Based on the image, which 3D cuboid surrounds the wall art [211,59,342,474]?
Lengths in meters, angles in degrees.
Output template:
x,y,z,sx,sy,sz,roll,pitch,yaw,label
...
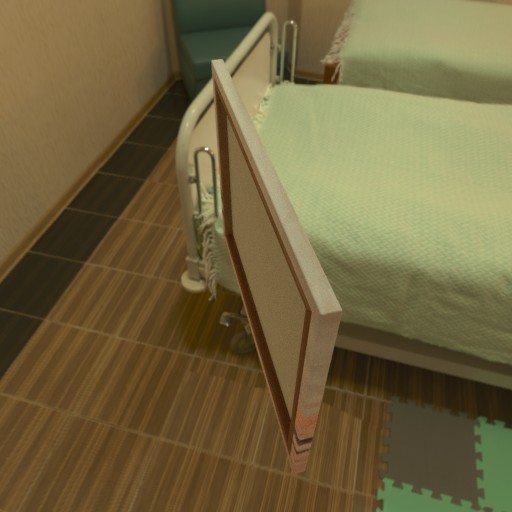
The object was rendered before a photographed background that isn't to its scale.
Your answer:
x,y,z,sx,sy,sz,roll,pitch,yaw,label
0.000,0.000,1.329,0.038,0.763,1.015,-10,47,-10,wall art
